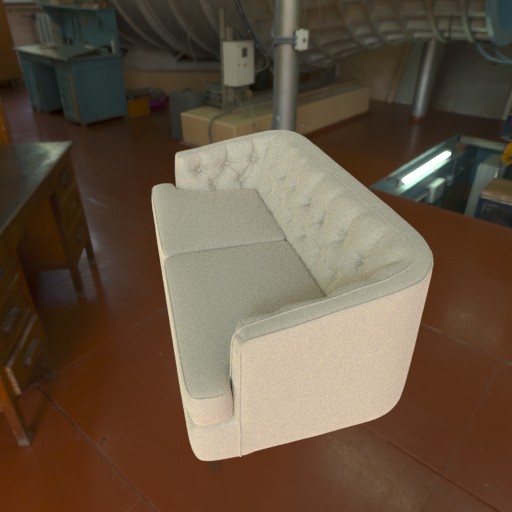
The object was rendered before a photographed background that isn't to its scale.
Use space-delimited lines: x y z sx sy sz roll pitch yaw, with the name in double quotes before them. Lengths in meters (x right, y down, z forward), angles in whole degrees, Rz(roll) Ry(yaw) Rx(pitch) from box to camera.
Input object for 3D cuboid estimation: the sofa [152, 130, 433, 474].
"sofa" 0.000 0.000 2.178 0.941 0.855 1.733 -8 33 -13
